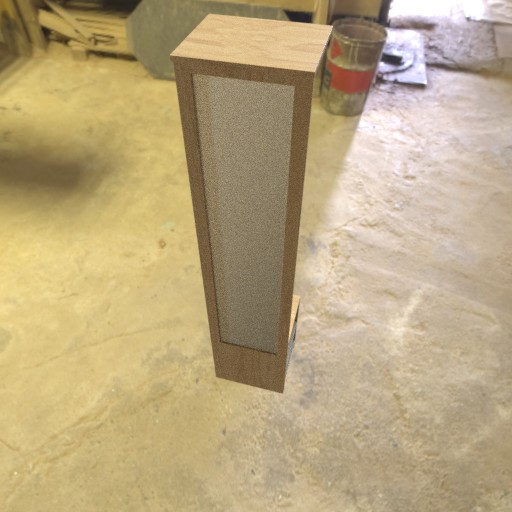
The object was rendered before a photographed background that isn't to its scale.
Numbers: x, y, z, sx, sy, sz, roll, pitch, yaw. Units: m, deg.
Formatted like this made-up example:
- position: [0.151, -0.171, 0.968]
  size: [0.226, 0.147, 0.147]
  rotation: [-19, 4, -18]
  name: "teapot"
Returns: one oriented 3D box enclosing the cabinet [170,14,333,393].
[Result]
- position: [0.000, 0.000, 2.001]
  size: [0.411, 1.879, 0.338]
  rotation: [11, 48, 10]
  name: "cabinet"
